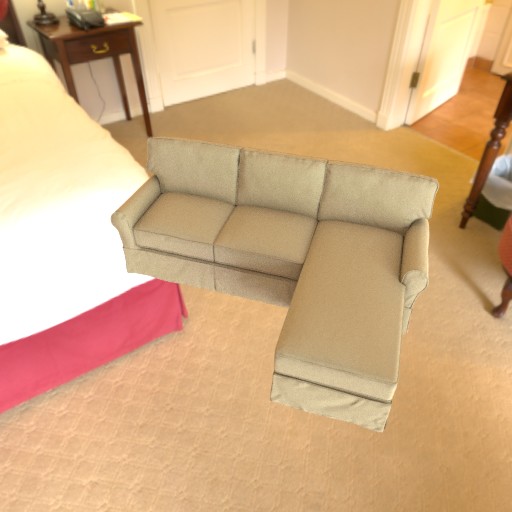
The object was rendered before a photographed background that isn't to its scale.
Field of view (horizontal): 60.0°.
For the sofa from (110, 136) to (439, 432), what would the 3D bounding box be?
[{"bbox_3d":[0.000,0.000,3.348,2.475,0.978,1.733,12,43,13],"label":"sofa"}]
